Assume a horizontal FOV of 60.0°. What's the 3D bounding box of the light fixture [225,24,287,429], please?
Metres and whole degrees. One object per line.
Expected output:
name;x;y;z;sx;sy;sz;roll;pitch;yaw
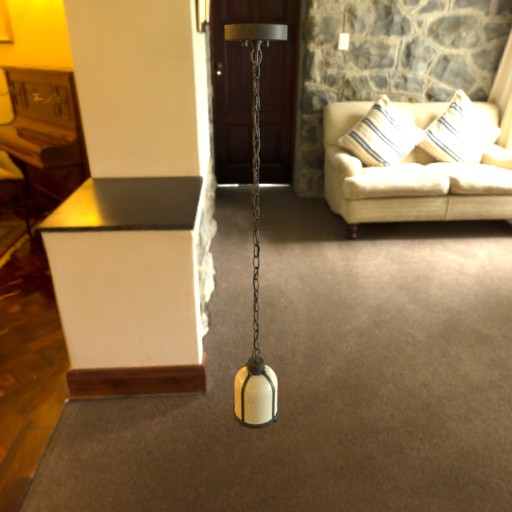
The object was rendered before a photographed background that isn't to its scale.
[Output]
light fixture;0.000;0.000;1.279;0.178;1.181;0.178;18;30;33
